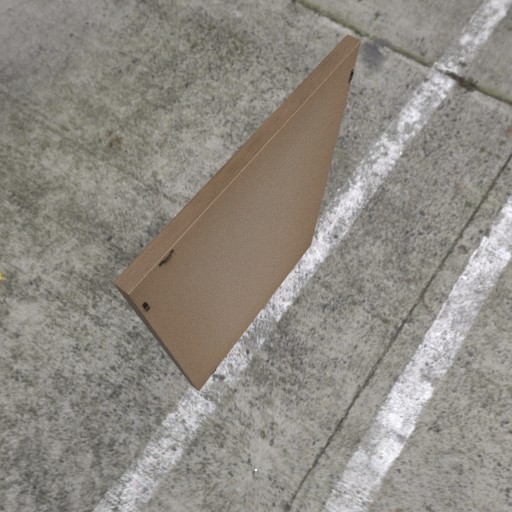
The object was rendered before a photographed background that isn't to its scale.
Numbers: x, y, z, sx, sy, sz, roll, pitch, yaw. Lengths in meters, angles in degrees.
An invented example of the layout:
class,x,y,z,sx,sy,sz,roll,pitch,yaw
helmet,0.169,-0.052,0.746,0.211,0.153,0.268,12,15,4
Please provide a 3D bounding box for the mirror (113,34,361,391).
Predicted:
class,x,y,z,sx,sy,sz,roll,pitch,yaw
mirror,0.000,0.000,1.333,0.041,1.016,0.762,34,69,15
